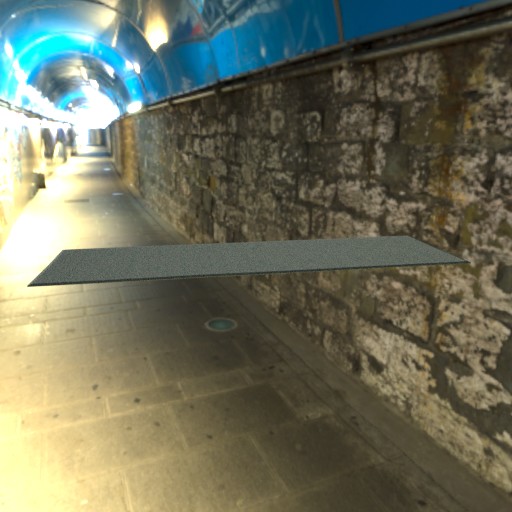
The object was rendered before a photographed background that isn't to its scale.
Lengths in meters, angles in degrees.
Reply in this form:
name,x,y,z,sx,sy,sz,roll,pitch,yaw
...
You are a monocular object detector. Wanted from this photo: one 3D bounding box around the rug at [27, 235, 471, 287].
name,x,y,z,sx,sy,sz,roll,pitch,yaw
rug,0.000,0.000,2.476,2.196,0.011,0.662,-3,15,-10
